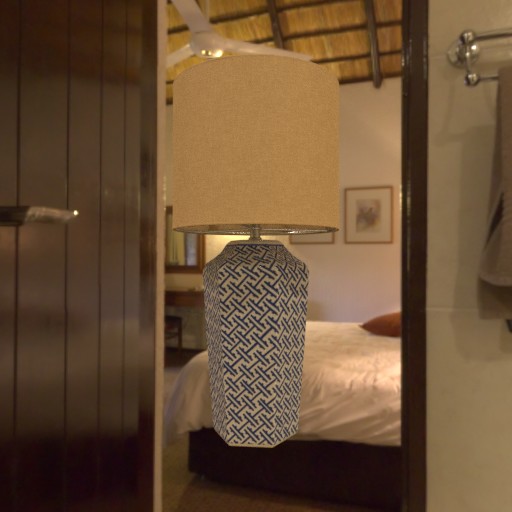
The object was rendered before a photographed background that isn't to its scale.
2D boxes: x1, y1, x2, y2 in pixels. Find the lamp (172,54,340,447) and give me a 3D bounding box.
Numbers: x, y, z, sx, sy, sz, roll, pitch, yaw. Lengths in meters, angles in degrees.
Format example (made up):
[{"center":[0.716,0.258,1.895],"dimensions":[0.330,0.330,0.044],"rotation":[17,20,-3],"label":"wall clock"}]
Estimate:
[{"center":[0.000,0.000,0.862],"dimensions":[0.320,0.682,0.320],"rotation":[0,-1,-19],"label":"lamp"}]
